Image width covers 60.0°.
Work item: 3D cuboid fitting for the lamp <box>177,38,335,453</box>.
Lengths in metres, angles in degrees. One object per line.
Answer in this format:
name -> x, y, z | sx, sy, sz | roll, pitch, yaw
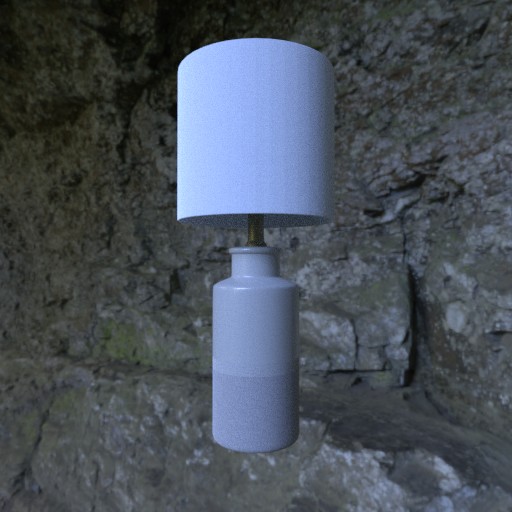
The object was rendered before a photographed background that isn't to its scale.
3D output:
lamp -> 0.000, 0.000, 0.606 | 0.212, 0.493, 0.212 | 0, -1, -18
